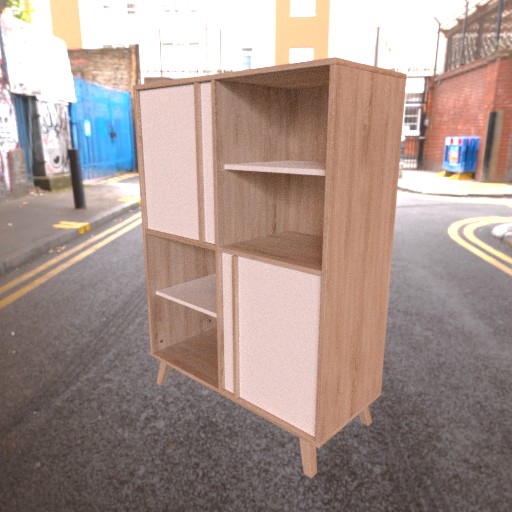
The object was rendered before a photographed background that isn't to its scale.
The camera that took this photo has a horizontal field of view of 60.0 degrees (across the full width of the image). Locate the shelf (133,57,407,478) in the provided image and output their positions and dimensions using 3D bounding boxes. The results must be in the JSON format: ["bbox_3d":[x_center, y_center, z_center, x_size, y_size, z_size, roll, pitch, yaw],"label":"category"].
[{"bbox_3d":[0.000,0.000,1.872,1.000,1.390,0.450,13,20,41],"label":"shelf"}]
